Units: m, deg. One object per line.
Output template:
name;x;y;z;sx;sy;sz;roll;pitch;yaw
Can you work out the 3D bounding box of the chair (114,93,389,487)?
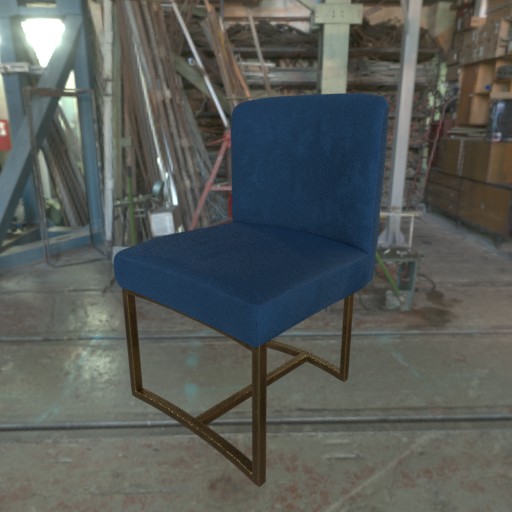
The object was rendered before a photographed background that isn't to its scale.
chair;0.000;0.000;1.174;0.530;0.824;0.560;15;22;41
